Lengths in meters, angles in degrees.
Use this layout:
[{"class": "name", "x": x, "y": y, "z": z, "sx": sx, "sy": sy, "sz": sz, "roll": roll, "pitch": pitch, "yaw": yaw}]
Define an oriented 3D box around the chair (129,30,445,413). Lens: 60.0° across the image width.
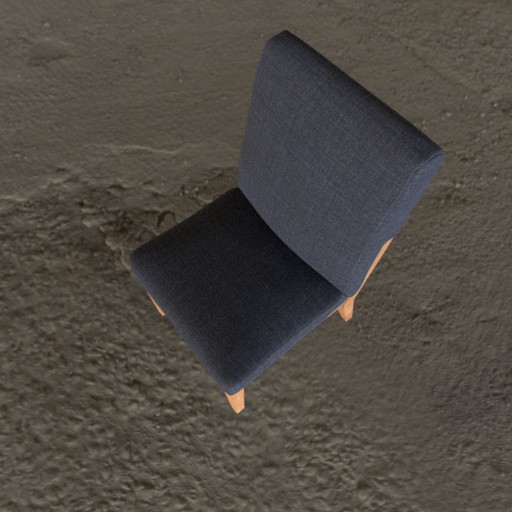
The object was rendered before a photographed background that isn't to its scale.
[{"class": "chair", "x": 0.000, "y": 0.000, "z": 1.248, "sx": 0.586, "sy": 0.911, "sz": 0.507, "roll": -36, "pitch": 68, "yaw": -17}]
